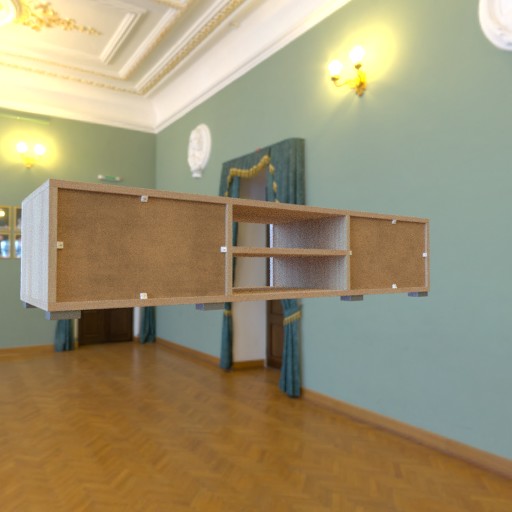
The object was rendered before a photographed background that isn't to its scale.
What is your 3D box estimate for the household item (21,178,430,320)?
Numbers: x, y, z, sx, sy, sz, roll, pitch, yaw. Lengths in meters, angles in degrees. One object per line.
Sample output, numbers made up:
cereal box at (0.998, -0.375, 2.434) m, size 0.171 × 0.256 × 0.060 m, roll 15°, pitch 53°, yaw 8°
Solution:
household item at (0.000, 0.000, 1.538) m, size 1.400 × 0.310 × 0.420 m, roll 1°, pitch -2°, yaw -35°
